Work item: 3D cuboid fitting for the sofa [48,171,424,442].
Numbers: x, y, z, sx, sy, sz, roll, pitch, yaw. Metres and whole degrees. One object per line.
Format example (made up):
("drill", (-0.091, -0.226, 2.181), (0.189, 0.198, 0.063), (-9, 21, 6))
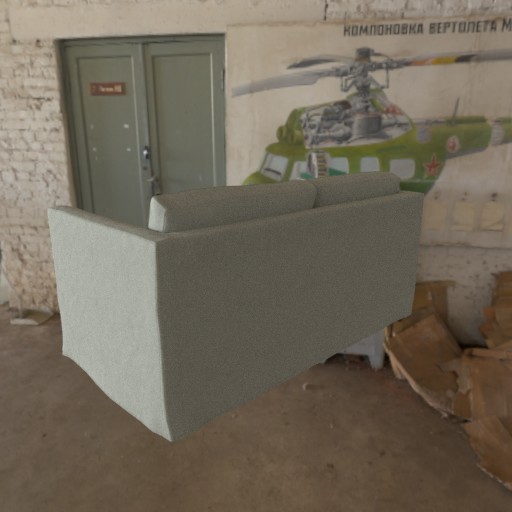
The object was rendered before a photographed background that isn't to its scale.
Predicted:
("sofa", (0.000, 0.000, 2.273), (1.727, 0.830, 0.944), (-14, 21, -41))
